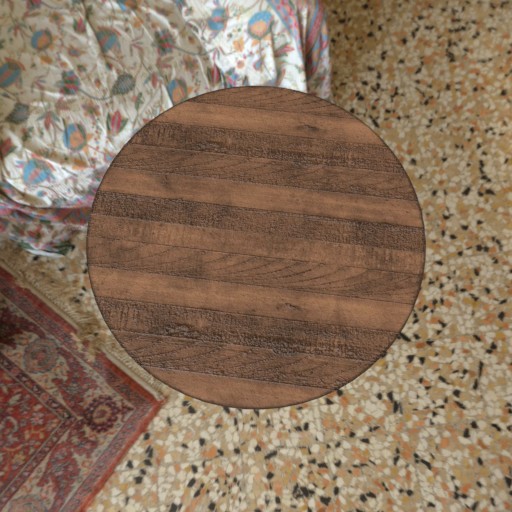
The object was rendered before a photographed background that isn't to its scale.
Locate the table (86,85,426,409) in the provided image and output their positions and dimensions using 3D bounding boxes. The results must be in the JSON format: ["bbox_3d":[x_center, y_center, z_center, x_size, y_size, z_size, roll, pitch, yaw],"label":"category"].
[{"bbox_3d":[0.000,0.000,1.319,0.837,0.462,0.837,0,74,0],"label":"table"}]
